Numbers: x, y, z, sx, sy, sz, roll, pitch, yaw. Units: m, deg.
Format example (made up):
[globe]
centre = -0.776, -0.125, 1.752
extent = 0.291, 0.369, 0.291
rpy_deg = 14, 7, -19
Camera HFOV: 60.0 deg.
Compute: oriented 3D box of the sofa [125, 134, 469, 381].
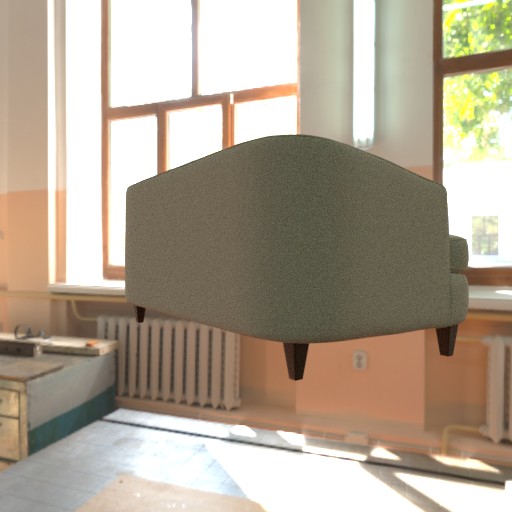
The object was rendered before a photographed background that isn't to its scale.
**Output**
[sofa]
centre = 0.000, 0.000, 2.211
extent = 0.941, 0.855, 1.733
rpy_deg = 0, 0, -35
